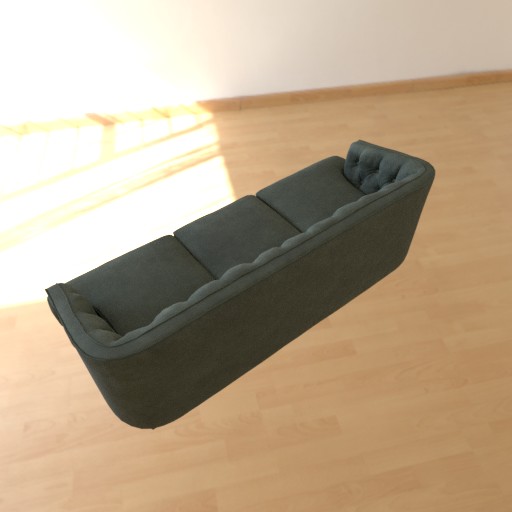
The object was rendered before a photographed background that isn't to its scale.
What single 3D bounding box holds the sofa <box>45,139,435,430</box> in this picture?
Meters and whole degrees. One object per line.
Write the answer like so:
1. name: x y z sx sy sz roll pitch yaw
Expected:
1. sofa: 0.000 0.000 2.709 2.278 0.855 0.941 -29 53 -25
